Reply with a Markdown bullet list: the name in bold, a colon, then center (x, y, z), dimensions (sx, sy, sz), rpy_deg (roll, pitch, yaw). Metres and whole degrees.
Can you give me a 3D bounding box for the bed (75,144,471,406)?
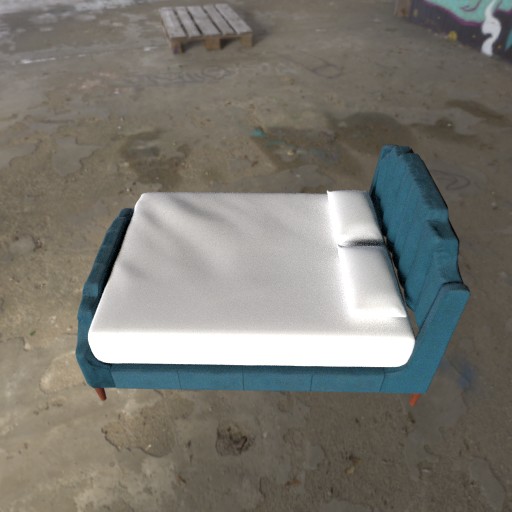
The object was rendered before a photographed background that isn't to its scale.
- **bed**: center (0.000, 0.000, 3.289), dimensions (2.322, 1.351, 1.676), rpy_deg (1, 41, 1)
